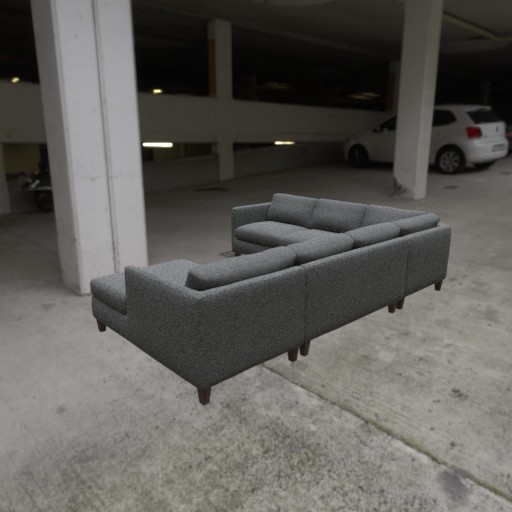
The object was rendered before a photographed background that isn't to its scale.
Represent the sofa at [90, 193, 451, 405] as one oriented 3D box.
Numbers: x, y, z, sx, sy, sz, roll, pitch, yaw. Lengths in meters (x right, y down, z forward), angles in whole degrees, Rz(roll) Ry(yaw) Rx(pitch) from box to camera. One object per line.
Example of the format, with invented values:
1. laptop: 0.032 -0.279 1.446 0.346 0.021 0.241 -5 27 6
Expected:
1. sofa: 0.000 0.000 4.475 3.238 0.853 2.551 -13 20 -41
